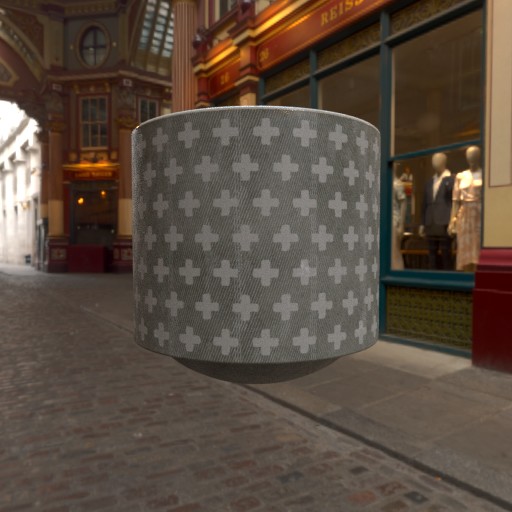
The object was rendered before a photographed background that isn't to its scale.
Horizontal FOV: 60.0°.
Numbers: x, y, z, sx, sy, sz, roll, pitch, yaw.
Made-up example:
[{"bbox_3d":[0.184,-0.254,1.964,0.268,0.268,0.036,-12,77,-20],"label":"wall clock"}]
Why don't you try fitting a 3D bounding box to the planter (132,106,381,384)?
[{"bbox_3d":[0.000,0.000,0.467,0.250,0.239,0.250,0,2,0],"label":"planter"}]
